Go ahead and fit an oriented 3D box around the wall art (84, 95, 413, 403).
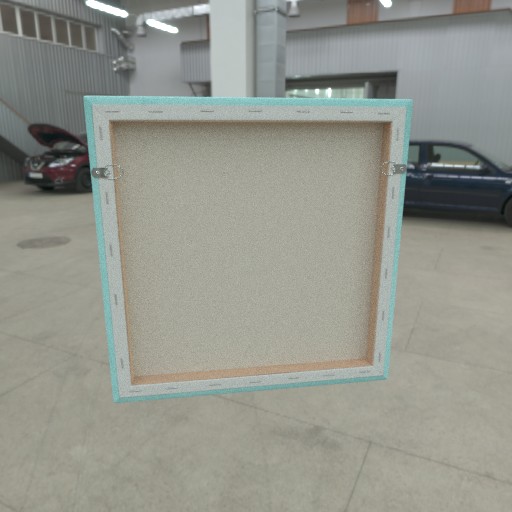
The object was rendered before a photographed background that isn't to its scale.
[{"bbox_3d":[0.000,0.000,1.138,0.765,0.766,0.054,-2,16,-9],"label":"wall art"}]
